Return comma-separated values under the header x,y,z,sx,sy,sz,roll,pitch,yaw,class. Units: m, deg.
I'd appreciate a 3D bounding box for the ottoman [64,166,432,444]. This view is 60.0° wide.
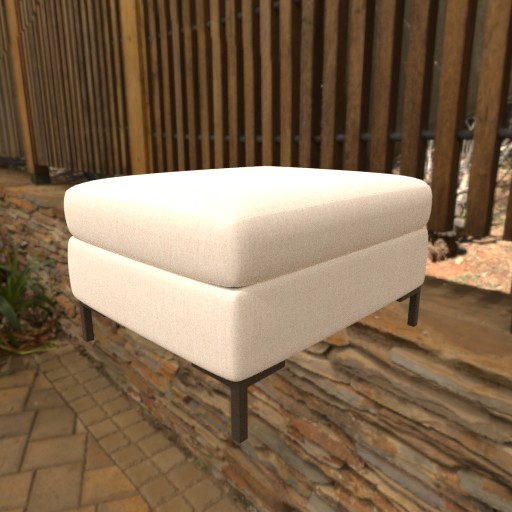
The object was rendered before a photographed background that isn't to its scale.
x,y,z,sx,sy,sz,roll,pitch,yaw,class
0.000,0.000,1.216,0.657,0.453,0.794,14,20,42,ottoman
